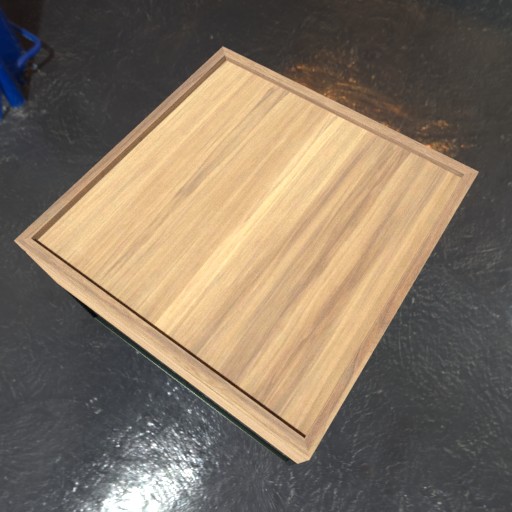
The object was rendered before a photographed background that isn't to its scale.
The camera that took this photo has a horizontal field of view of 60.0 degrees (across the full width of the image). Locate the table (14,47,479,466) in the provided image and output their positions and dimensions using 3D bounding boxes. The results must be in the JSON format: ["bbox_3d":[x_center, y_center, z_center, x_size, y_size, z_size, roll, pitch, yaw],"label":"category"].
[{"bbox_3d":[0.000,0.000,1.106,0.676,0.464,0.679,32,68,15],"label":"table"}]
